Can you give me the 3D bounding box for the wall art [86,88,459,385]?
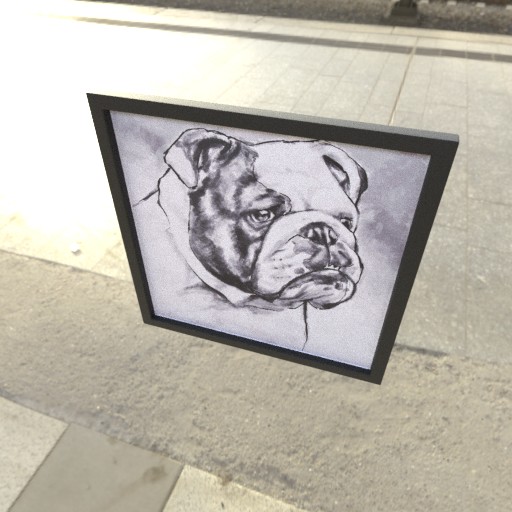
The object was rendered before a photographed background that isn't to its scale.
[{"bbox_3d":[0.000,0.000,0.674,0.456,0.453,0.022,12,42,13],"label":"wall art"}]
